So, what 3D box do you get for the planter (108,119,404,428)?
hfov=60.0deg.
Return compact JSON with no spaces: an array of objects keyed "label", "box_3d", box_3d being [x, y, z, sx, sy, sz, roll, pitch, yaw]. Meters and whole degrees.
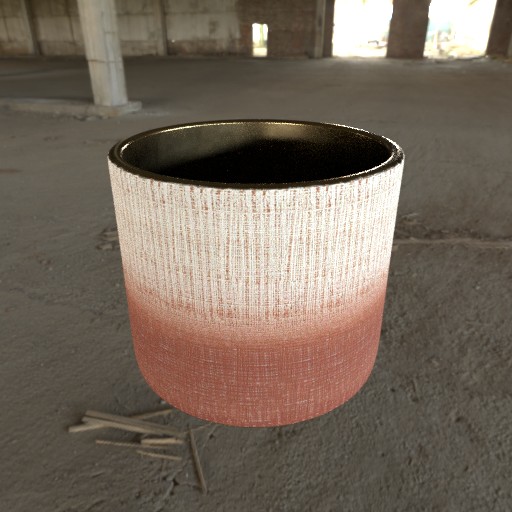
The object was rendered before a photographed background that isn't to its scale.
[{"label":"planter","box_3d":[0.000,0.000,0.436,0.254,0.221,0.254,0,27,0]}]
